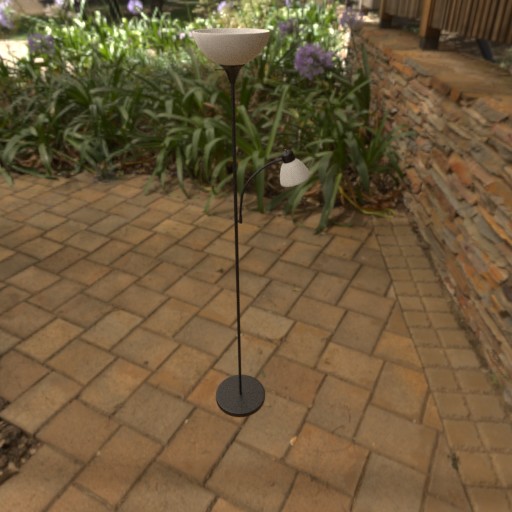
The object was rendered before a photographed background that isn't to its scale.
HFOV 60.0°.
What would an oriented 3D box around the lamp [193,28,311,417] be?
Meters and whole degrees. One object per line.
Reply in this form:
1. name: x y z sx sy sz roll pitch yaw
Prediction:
1. lamp: 0.000 0.000 1.988 0.442 1.804 0.279 -1 31 -1
